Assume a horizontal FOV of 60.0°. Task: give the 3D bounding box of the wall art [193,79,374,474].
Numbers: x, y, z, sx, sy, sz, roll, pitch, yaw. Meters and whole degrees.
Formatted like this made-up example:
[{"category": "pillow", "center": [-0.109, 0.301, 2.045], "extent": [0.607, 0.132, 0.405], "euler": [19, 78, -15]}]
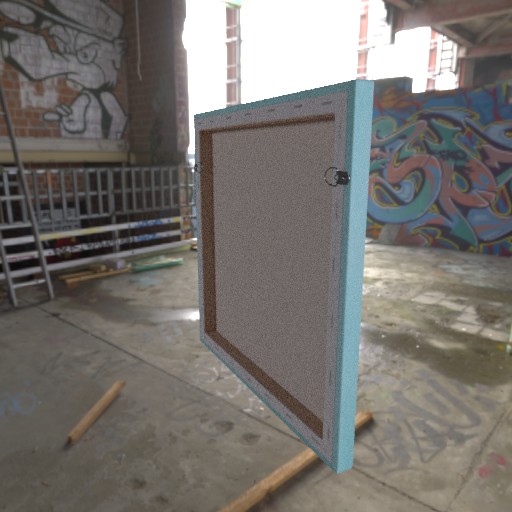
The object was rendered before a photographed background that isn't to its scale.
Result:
[{"category": "wall art", "center": [0.000, 0.000, 1.623], "extent": [0.070, 1.073, 1.071], "euler": [-7, 15, -28]}]
